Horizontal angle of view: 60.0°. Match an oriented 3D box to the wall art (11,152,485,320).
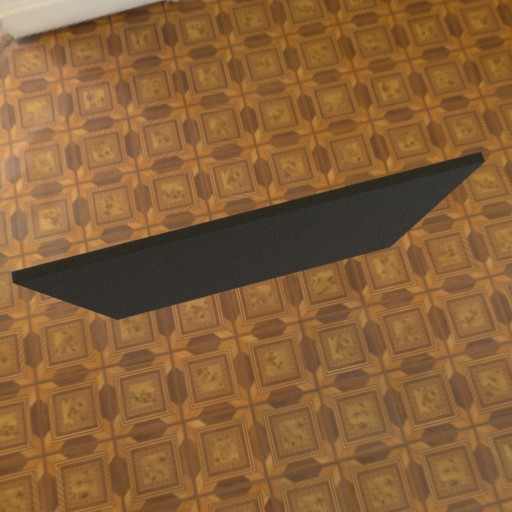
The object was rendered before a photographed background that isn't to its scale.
[{"bbox_3d":[0.000,0.000,1.195,0.964,0.659,0.049,-13,76,-3],"label":"wall art"}]
